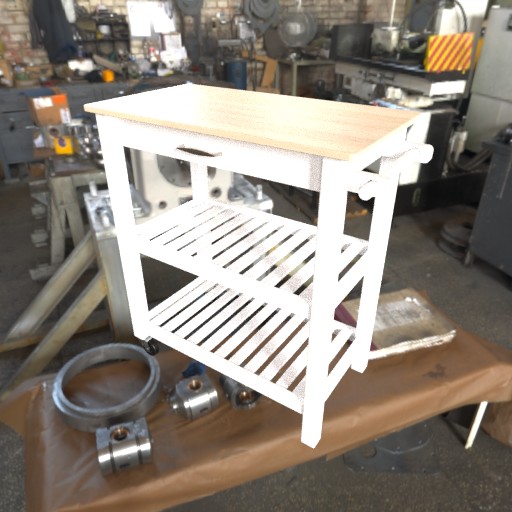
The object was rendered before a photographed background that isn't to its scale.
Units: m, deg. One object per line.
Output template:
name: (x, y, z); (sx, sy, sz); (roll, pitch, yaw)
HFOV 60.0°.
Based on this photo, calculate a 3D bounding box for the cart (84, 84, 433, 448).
cart: (0.000, 0.000, 1.449); (0.899, 0.927, 0.457); (19, 35, 29)
